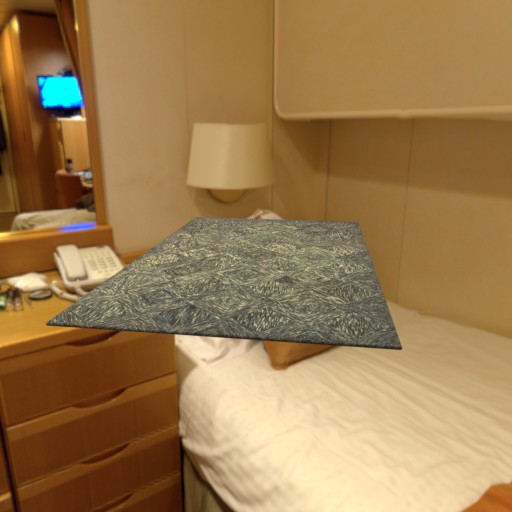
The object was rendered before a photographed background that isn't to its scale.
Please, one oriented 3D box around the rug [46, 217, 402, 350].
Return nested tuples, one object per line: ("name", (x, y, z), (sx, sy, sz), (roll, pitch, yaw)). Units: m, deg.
("rug", (0.000, 0.000, 2.900), (1.478, 0.017, 2.330), (2, 16, 8))
